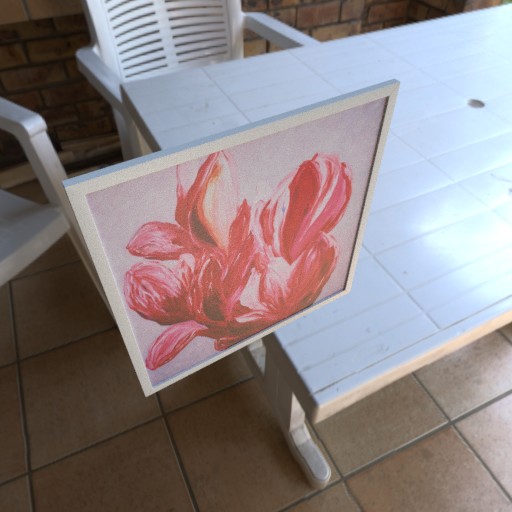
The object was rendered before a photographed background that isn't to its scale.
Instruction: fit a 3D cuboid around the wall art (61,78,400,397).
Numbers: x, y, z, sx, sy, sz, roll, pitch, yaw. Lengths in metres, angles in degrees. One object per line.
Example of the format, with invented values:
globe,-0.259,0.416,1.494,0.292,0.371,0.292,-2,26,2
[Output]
wall art,0.000,0.000,1.224,0.805,0.803,0.022,-24,51,-21
